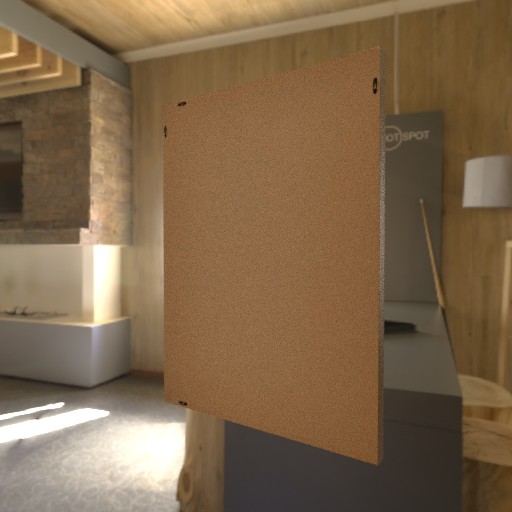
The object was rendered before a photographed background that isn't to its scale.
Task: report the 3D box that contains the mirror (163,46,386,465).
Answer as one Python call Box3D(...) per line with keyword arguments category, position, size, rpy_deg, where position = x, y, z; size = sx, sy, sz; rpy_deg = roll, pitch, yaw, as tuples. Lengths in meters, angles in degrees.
Box3D(category="mirror", position=(0.000, 0.000, 1.311), size=(0.762, 1.016, 0.041), rpy_deg=(1, 2, 36))
